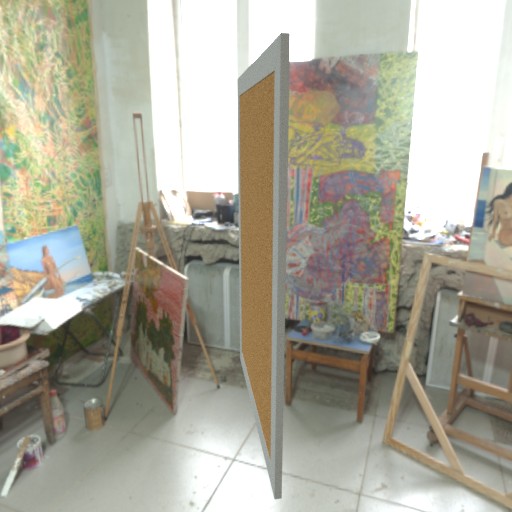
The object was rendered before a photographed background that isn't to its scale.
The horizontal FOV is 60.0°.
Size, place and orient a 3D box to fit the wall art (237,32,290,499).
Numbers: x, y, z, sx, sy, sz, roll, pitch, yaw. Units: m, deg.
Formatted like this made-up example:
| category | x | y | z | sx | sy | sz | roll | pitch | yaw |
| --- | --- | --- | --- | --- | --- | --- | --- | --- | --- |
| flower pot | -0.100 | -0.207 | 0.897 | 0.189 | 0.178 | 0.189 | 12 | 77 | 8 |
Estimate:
| category | x | y | z | sx | sy | sz | roll | pitch | yaw |
| --- | --- | --- | --- | --- | --- | --- | --- | --- | --- |
| wall art | 0.000 | 0.000 | 0.816 | 0.011 | 0.659 | 0.454 | -2 | 15 | -8 |
